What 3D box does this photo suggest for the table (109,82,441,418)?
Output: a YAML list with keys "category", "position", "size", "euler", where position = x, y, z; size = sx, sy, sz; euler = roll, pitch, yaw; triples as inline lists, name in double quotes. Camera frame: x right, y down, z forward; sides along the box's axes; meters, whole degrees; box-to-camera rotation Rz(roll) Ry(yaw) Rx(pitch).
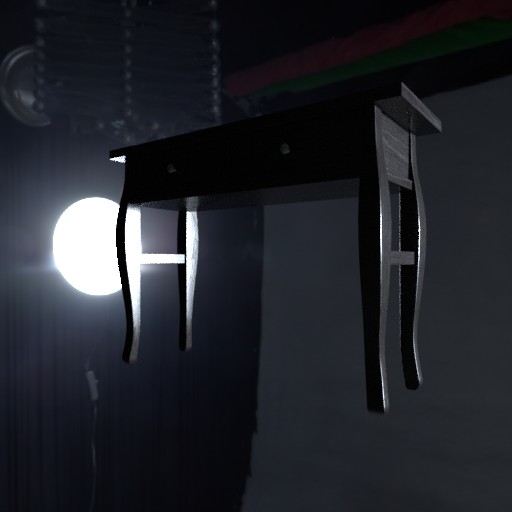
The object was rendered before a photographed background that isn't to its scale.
- category: "table"
  position: [0.000, 0.000, 1.441]
  size: [1.062, 0.768, 0.373]
  euler: [0, -1, 36]
